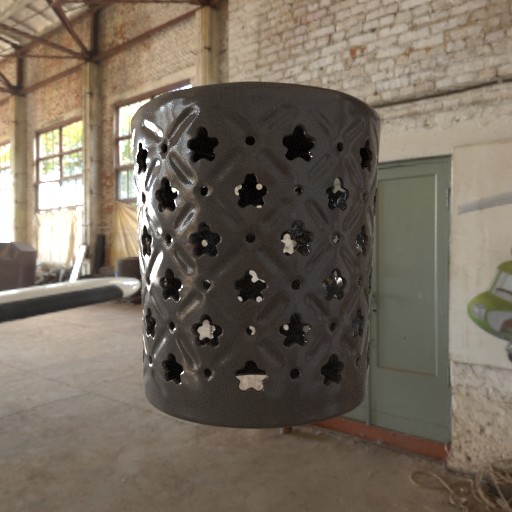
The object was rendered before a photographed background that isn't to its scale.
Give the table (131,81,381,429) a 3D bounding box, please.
[{"bbox_3d":[0.000,0.000,0.648,0.352,0.387,0.352,0,1,0],"label":"table"}]
